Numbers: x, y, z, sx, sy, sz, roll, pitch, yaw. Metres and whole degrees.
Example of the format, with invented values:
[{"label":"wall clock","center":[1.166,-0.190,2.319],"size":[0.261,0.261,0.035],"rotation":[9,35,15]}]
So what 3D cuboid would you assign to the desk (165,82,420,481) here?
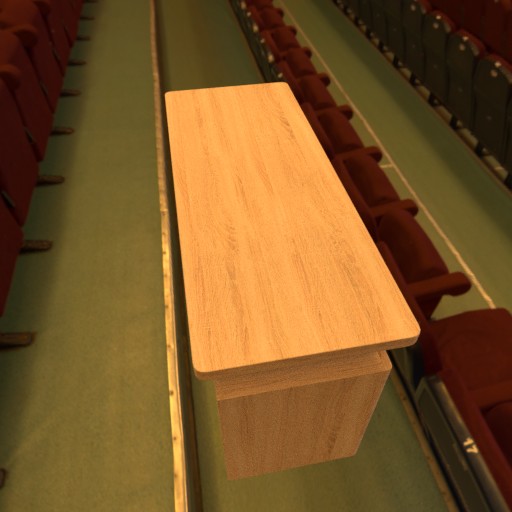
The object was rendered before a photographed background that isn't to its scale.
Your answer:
[{"label":"desk","center":[0.000,0.000,1.772],"size":[0.550,0.760,1.400],"rotation":[-8,46,-8]}]
